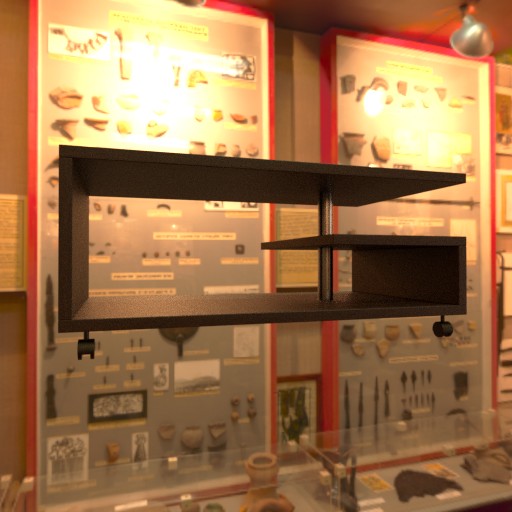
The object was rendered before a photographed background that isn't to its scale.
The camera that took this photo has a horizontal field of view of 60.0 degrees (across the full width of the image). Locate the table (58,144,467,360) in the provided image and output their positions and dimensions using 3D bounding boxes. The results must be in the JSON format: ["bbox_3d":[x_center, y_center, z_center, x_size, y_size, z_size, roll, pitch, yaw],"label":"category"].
[{"bbox_3d":[0.000,0.000,1.363,1.050,0.460,0.590,0,-1,-17],"label":"table"}]
